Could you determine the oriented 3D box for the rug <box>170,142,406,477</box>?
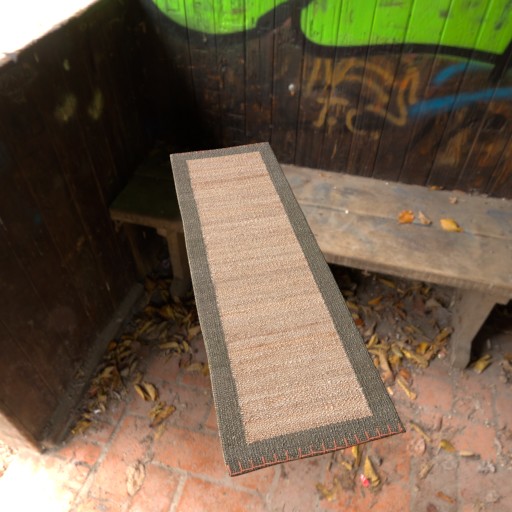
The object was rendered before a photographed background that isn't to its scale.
[{"bbox_3d":[0.000,0.000,2.706,0.810,0.016,2.413,-10,47,-9],"label":"rug"}]
